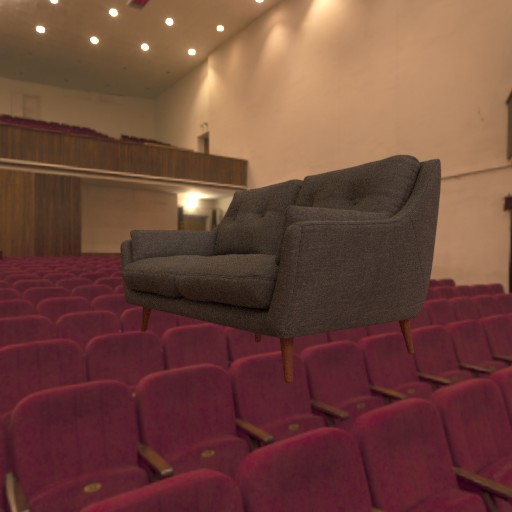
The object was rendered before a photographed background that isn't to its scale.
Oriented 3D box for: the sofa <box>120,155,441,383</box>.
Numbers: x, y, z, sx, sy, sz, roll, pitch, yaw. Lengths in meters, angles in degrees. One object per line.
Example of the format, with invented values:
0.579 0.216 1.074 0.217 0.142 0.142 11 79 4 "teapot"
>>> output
0.000 0.000 2.276 0.976 0.887 1.646 0 -1 -36 "sofa"
